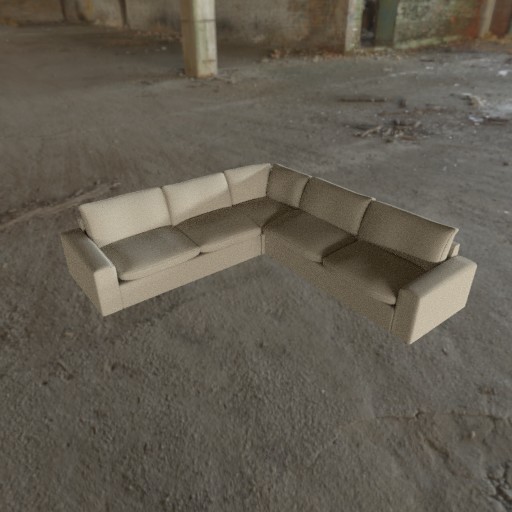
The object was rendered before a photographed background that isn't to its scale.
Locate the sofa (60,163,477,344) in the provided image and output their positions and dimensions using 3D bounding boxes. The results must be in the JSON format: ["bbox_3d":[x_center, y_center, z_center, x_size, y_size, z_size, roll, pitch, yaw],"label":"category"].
[{"bbox_3d":[0.000,0.000,4.711,3.066,0.918,3.206,-22,37,-32],"label":"sofa"}]
